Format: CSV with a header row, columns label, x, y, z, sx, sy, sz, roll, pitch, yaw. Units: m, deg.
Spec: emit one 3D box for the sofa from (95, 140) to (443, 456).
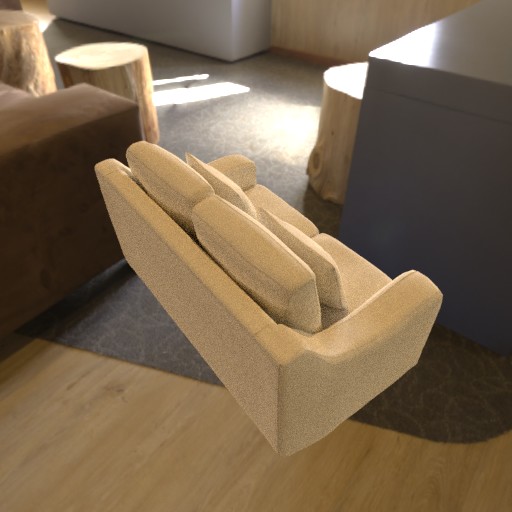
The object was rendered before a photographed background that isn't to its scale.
label,x,y,z,sx,sy,sz,roll,pitch,yaw
sofa,0.000,0.000,2.432,1.040,1.047,1.744,-26,47,-27
